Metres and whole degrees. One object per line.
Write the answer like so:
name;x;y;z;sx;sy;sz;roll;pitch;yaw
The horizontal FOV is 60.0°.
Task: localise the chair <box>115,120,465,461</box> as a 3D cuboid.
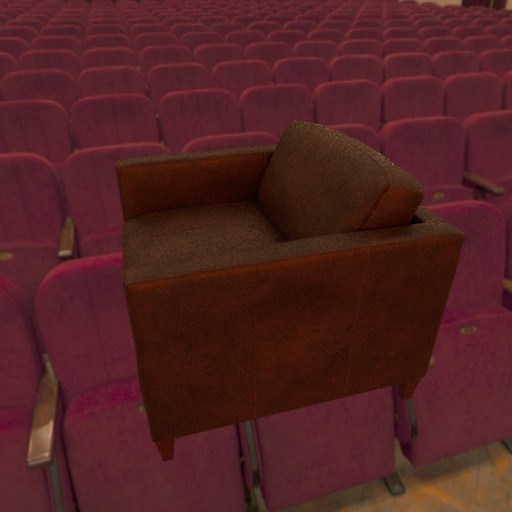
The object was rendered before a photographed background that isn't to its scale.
chair;0.000;0.000;1.690;0.975;0.864;0.990;-8;31;-14
